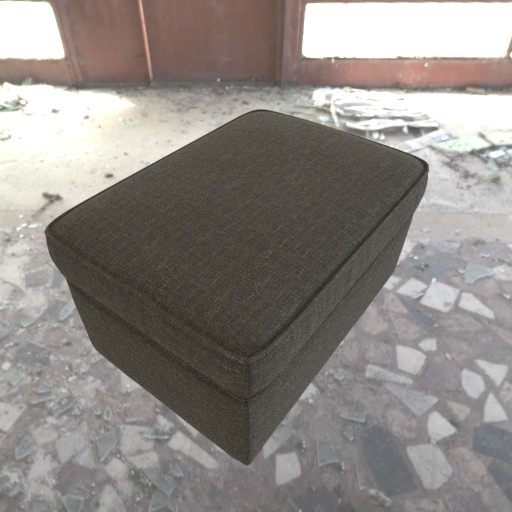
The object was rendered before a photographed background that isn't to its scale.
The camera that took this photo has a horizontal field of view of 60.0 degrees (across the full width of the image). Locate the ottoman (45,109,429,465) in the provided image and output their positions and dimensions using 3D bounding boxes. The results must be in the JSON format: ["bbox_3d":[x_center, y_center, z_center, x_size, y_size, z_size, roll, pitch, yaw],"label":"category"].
[{"bbox_3d":[0.000,0.000,1.086,0.549,0.450,0.749,27,48,27],"label":"ottoman"}]
